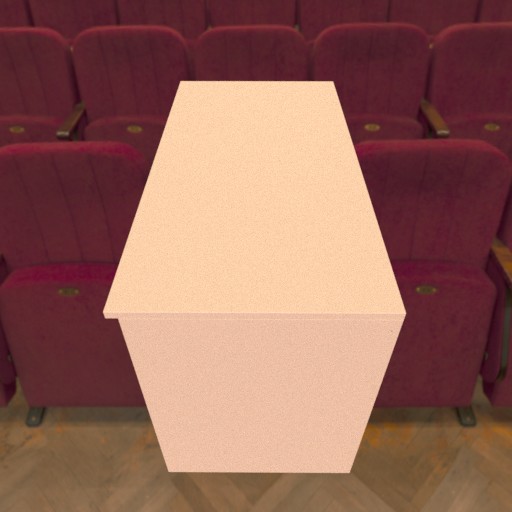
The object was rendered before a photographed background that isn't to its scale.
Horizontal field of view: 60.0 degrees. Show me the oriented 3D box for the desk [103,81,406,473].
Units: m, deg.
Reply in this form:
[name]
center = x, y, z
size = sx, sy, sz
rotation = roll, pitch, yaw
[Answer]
[desk]
center = 0.000, 0.000, 1.469
size = 0.560, 0.730, 1.100
rotation = 0, 43, 0
